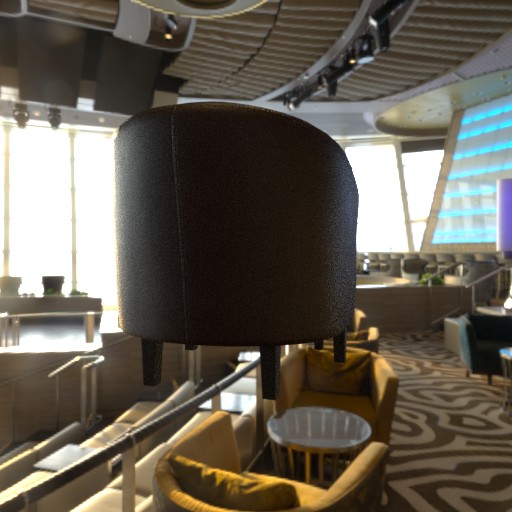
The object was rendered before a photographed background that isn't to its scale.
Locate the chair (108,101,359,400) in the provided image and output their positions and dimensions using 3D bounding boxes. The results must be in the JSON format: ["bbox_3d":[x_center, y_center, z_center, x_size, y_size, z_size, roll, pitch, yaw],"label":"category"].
[{"bbox_3d":[0.000,0.000,1.615,0.737,0.755,1.176,0,0,19],"label":"chair"}]
